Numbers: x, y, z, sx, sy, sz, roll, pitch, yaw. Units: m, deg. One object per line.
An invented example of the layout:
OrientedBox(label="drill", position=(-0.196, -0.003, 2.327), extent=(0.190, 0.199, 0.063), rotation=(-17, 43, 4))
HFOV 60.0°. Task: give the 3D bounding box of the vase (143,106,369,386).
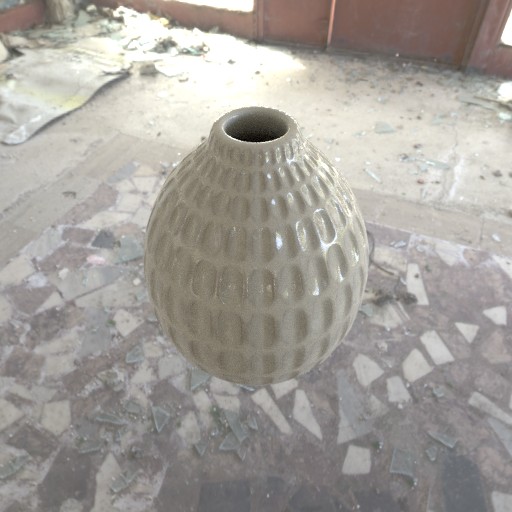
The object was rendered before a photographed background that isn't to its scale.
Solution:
OrientedBox(label="vase", position=(0.000, 0.000, 0.257), extent=(0.128, 0.167, 0.128), rotation=(0, 45, 0))
